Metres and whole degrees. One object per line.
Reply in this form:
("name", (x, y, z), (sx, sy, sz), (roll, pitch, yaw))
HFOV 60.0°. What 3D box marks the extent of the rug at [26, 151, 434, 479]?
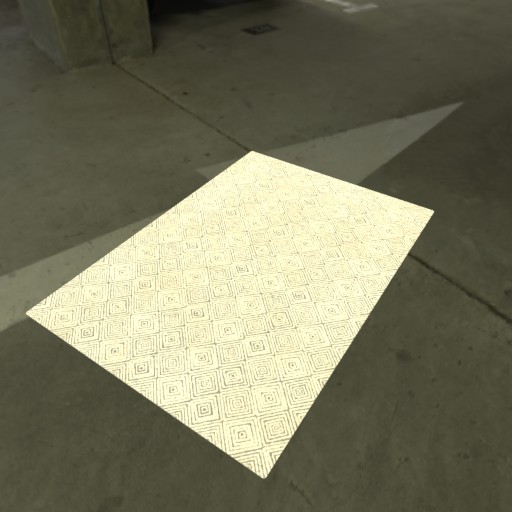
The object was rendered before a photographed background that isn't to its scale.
("rug", (0.000, 0.000, 2.832), (1.593, 0.008, 2.238), (24, 47, 25))
